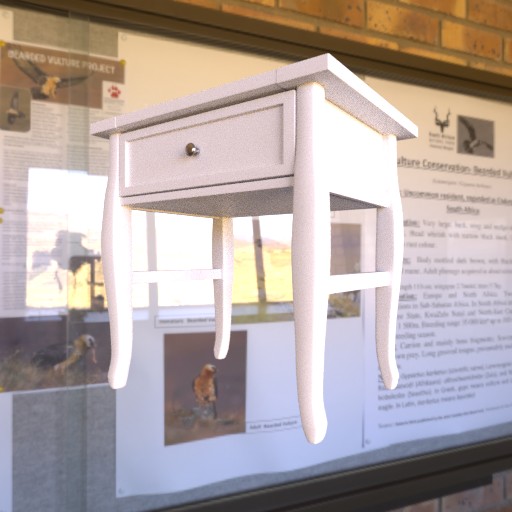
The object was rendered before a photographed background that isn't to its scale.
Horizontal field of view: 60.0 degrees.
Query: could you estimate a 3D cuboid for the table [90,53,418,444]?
[{"bbox_3d":[0.000,0.000,1.019,0.599,0.605,0.463,0,0,36],"label":"table"}]
